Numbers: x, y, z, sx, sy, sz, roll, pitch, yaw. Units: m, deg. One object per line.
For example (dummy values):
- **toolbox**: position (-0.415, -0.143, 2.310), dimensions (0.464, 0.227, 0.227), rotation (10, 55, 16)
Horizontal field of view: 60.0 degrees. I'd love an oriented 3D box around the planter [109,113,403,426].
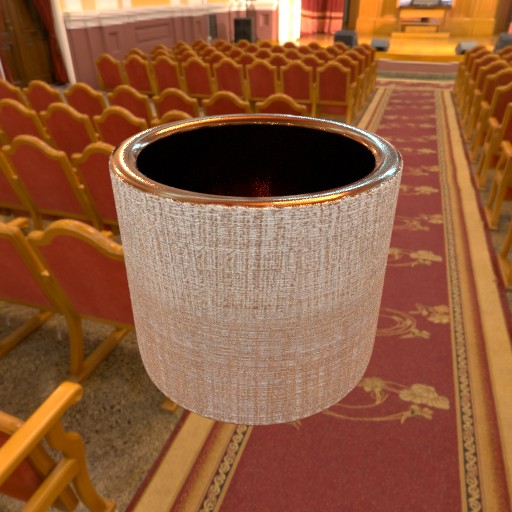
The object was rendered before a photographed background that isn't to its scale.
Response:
- **planter**: position (0.000, 0.000, 0.312), dimensions (0.177, 0.157, 0.177), rotation (0, 31, 0)
